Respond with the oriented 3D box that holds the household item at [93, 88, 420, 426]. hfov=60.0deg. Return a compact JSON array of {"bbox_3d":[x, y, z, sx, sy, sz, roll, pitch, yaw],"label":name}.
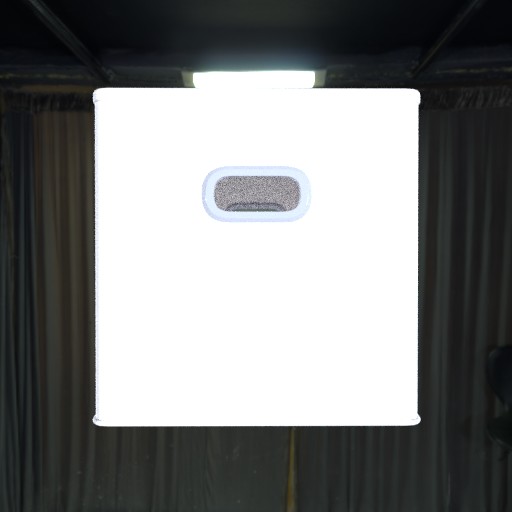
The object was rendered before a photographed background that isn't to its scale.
[{"bbox_3d":[0.000,0.000,0.550,0.305,0.305,0.305,0,0,0],"label":"household item"}]
